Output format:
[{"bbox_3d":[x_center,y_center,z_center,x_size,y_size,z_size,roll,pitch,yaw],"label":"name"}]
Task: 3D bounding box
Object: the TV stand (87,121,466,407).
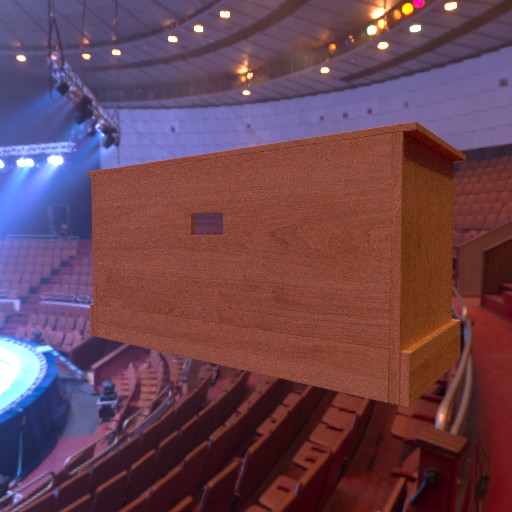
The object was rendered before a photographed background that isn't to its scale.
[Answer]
[{"bbox_3d":[0.000,0.000,1.344,1.080,0.550,0.440,2,3,37],"label":"TV stand"}]
